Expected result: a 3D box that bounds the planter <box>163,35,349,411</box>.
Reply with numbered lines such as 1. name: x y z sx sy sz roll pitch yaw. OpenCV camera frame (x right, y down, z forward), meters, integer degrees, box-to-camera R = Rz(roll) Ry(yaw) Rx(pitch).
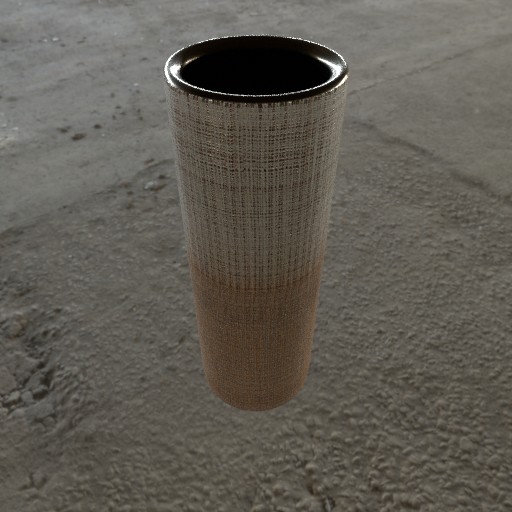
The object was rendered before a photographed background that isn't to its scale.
1. planter: 0.000 0.000 0.328 0.099 0.278 0.099 -28 49 -27
